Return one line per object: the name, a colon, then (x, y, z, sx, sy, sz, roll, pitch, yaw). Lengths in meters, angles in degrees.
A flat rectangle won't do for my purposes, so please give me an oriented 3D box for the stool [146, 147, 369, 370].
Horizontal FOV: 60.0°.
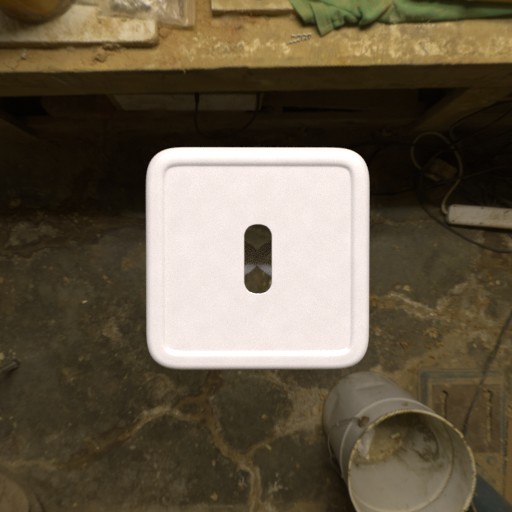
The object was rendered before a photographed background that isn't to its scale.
stool: (0.000, 0.000, 0.882, 0.406, 0.610, 0.406, 0, 91, 0)
